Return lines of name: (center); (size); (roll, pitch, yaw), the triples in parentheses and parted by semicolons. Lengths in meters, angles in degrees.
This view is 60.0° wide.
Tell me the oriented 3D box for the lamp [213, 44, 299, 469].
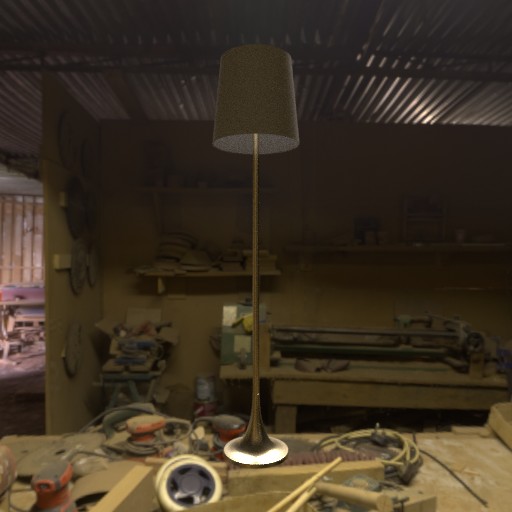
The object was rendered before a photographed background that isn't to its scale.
lamp: (0.000, 0.000, 1.733); (0.337, 1.543, 0.337); (0, 1, 0)
